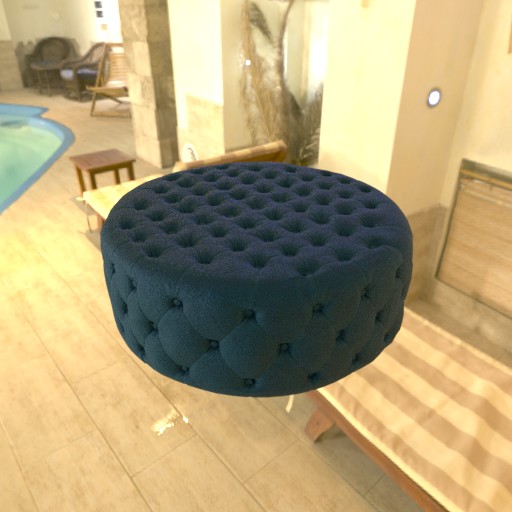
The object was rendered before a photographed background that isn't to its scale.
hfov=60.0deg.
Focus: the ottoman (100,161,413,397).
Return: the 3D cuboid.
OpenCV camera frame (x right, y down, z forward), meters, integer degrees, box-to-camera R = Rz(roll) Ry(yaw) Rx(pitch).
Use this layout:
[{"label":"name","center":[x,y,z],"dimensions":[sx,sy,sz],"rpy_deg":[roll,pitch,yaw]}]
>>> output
[{"label":"ottoman","center":[0.000,0.000,1.516],"dimensions":[0.998,0.398,0.998],"rpy_deg":[0,30,0]}]
